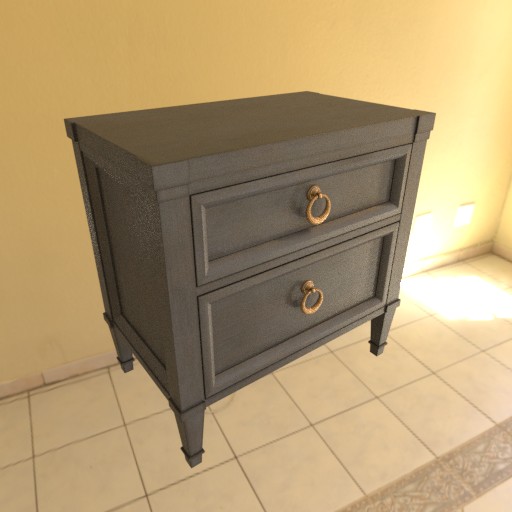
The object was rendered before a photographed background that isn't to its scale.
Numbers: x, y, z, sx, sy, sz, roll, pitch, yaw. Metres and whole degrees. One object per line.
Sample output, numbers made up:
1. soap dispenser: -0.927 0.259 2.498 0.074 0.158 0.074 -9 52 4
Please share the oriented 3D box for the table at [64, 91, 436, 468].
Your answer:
1. table: 0.000 0.000 1.076 0.660 0.660 0.413 -19 34 -32
